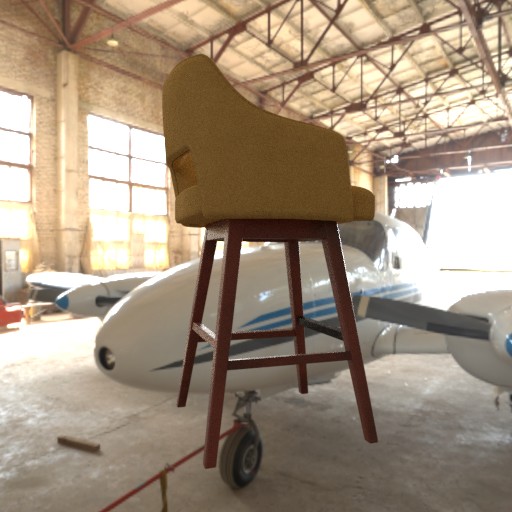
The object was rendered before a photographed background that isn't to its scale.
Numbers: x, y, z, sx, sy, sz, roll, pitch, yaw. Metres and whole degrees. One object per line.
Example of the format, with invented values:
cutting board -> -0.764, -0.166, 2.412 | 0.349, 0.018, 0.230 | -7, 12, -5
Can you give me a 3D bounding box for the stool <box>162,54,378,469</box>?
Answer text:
stool -> 0.000, 0.000, 1.340 | 0.558, 1.012, 0.548 | 0, 0, -18
